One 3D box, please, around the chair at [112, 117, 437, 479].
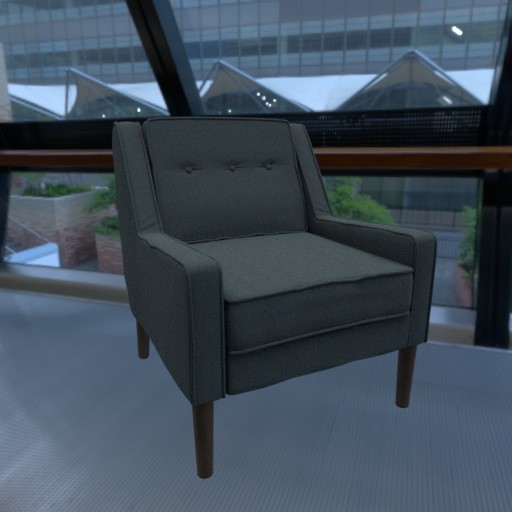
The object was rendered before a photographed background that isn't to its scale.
[{"bbox_3d":[0.000,0.000,1.277,0.663,0.780,0.733,-8,17,-25],"label":"chair"}]
